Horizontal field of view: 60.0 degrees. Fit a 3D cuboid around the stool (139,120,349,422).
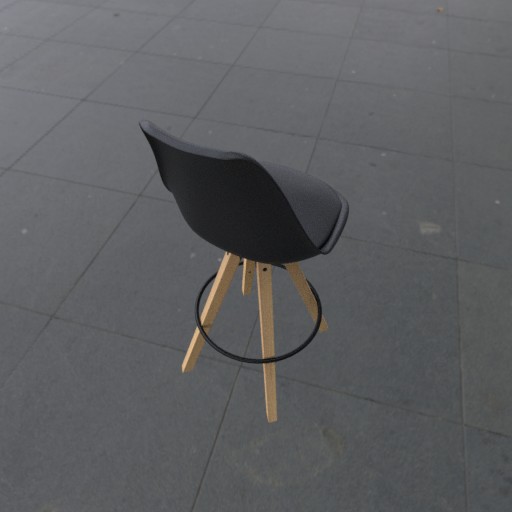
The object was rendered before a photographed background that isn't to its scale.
[{"bbox_3d":[0.000,0.000,1.381,0.485,1.115,0.550,24,51,20],"label":"stool"}]
